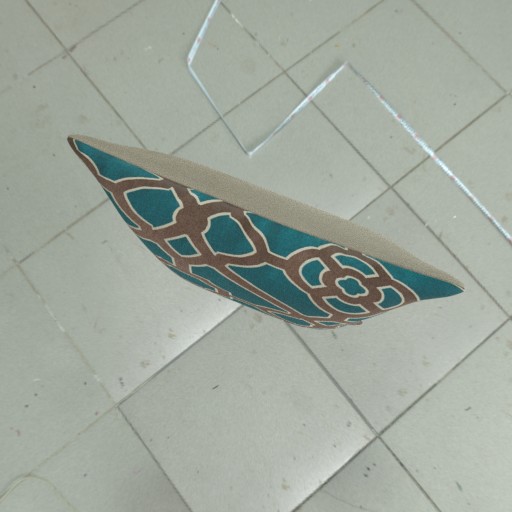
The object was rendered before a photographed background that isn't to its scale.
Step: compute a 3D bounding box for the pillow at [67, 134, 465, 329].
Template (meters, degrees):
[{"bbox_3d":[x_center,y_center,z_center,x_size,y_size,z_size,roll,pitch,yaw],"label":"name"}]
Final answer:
[{"bbox_3d":[0.000,0.000,0.784,0.526,0.507,0.166,21,79,4],"label":"pillow"}]
